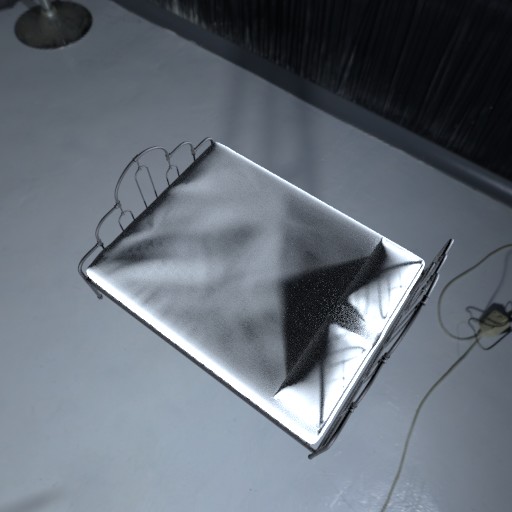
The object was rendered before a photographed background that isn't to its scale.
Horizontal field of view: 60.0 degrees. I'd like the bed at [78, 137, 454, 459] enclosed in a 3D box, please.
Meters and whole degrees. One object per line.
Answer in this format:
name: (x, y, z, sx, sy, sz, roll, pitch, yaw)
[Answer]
bed: (0.000, 0.000, 3.173, 2.163, 1.429, 1.640, 33, 67, 16)
